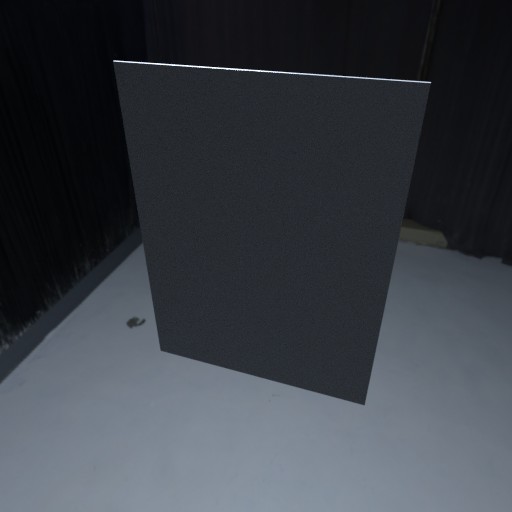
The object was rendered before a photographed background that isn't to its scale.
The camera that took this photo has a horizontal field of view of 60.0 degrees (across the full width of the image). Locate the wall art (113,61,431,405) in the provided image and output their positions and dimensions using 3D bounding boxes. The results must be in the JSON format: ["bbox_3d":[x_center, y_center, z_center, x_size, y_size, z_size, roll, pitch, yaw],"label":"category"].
[{"bbox_3d":[0.000,0.000,0.777,0.457,0.609,0.003,11,35,16],"label":"wall art"}]
